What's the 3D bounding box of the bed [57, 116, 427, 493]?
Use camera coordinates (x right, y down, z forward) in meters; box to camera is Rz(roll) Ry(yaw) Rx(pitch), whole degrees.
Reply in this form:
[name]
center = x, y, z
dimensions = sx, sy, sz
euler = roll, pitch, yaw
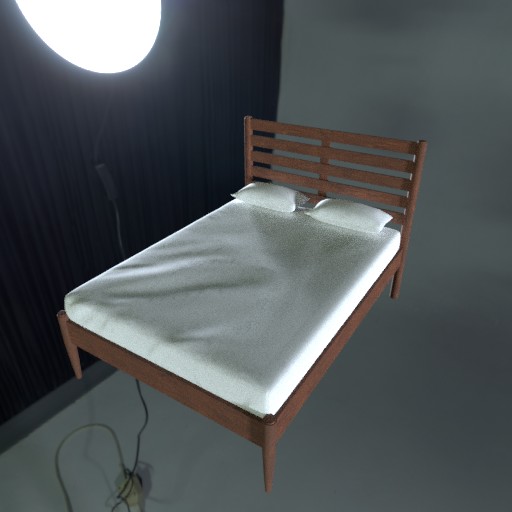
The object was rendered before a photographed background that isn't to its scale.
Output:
[bed]
center = 0.000, 0.000, 2.982
dimensions = 1.509, 1.304, 2.093
euler = 17, 34, 28
